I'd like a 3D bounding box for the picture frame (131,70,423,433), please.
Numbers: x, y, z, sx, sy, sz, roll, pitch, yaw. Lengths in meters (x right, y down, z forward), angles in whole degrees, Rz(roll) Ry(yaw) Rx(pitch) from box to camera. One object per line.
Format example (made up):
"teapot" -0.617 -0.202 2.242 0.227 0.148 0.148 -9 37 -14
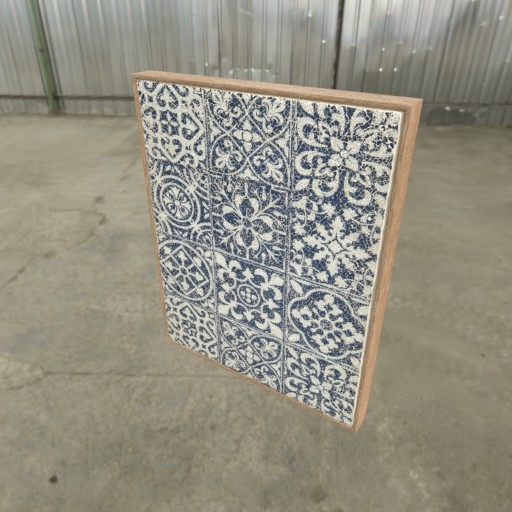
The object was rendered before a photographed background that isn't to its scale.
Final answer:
"picture frame" 0.000 0.000 0.720 0.424 0.526 0.043 18 35 28
